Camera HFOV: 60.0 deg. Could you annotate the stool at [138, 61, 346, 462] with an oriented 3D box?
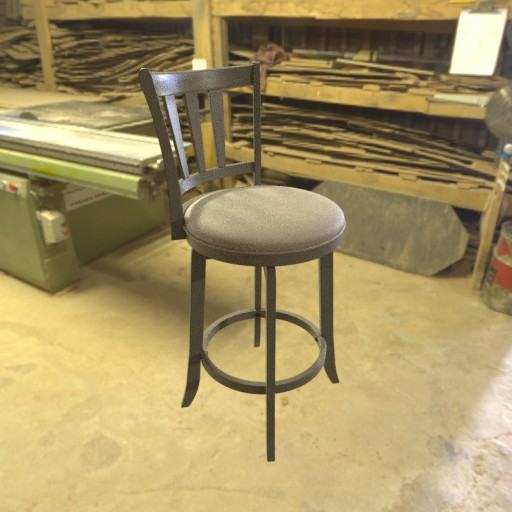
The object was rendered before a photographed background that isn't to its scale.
[{"bbox_3d":[0.000,0.000,1.263,0.486,0.994,0.450,18,31,32],"label":"stool"}]
